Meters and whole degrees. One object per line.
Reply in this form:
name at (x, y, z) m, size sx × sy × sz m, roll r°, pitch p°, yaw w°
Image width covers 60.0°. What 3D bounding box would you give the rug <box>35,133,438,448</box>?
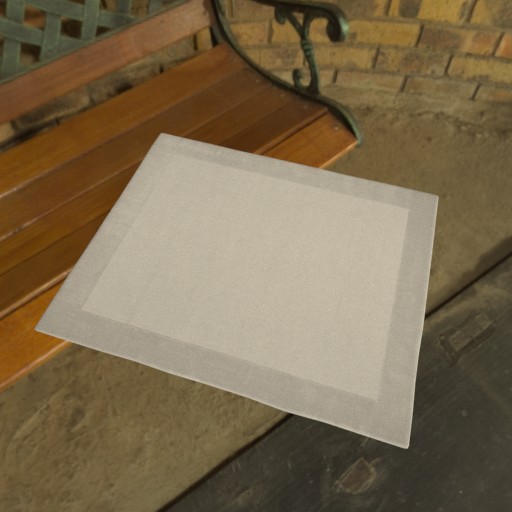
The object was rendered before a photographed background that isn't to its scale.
rug at (0.000, 0.000, 3.943) m, size 2.976 × 0.018 × 2.430 m, roll 15°, pitch 58°, yaw 10°
